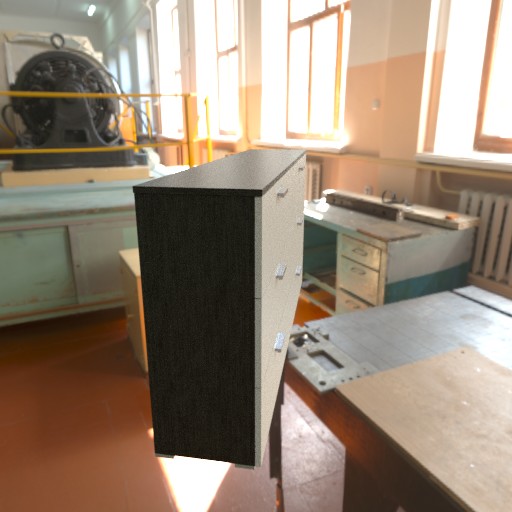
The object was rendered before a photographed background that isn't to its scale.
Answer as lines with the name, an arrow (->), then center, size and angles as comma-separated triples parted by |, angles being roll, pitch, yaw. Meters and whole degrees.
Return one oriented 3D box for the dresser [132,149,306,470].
dresser -> 0.000, 0.000, 1.875 | 0.333, 0.790, 1.535 | 3, 17, 10
